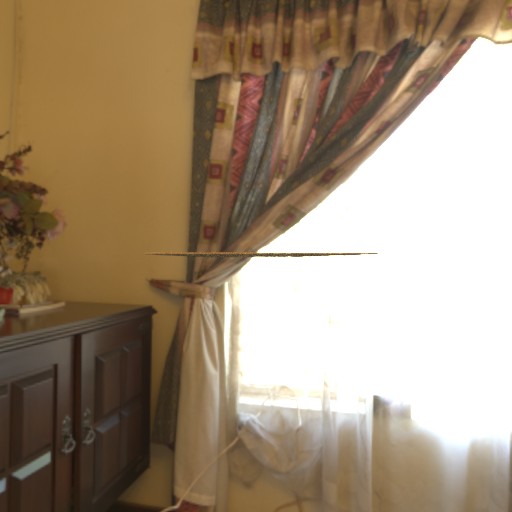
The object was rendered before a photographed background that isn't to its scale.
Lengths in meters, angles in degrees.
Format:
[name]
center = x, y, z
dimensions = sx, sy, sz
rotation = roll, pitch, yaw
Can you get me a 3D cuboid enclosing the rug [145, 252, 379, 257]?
[rug]
center = 0.000, 0.000, 2.685
dimensions = 0.783, 0.006, 2.438
rotation = 0, 0, -1
